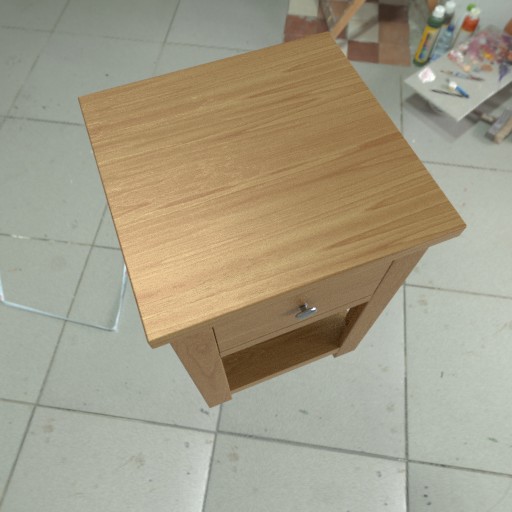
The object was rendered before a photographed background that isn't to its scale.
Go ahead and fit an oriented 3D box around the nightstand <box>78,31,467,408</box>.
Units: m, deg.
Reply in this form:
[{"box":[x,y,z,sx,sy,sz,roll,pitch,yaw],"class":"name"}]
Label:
[{"box":[0.000,0.000,0.900,0.428,0.614,0.418,-19,64,-10],"class":"nightstand"}]
